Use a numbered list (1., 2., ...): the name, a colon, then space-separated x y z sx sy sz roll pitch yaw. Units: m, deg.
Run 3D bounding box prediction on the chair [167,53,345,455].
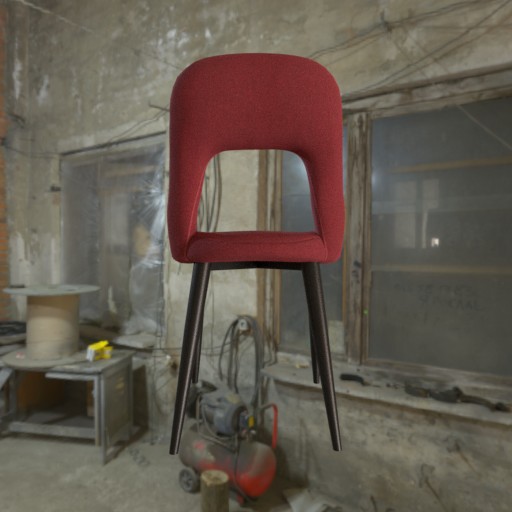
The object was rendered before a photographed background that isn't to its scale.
1. chair: 0.000 0.000 1.233 0.483 0.892 0.569 0 1 0
